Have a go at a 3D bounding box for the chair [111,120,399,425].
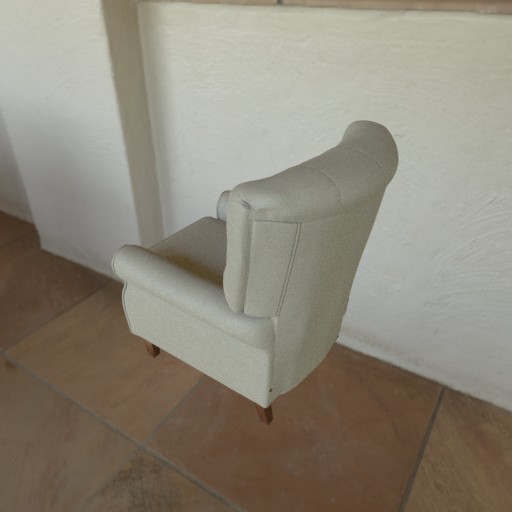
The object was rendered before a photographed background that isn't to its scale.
[{"bbox_3d":[0.000,0.000,1.982,1.059,1.158,0.943,21,38,29],"label":"chair"}]
